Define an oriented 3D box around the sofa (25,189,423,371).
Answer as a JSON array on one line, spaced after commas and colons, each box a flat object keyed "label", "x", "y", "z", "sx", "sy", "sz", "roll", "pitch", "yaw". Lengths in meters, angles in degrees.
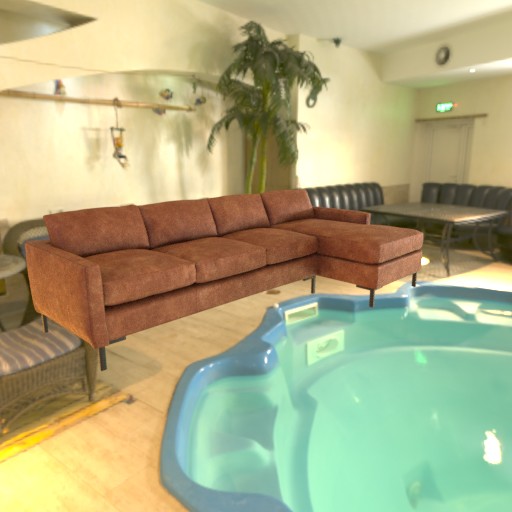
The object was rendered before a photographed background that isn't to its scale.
[{"label": "sofa", "x": 0.000, "y": 0.000, "z": 3.557, "sx": 1.471, "sy": 0.859, "sz": 2.993, "roll": 13, "pitch": 18, "yaw": 43}]
